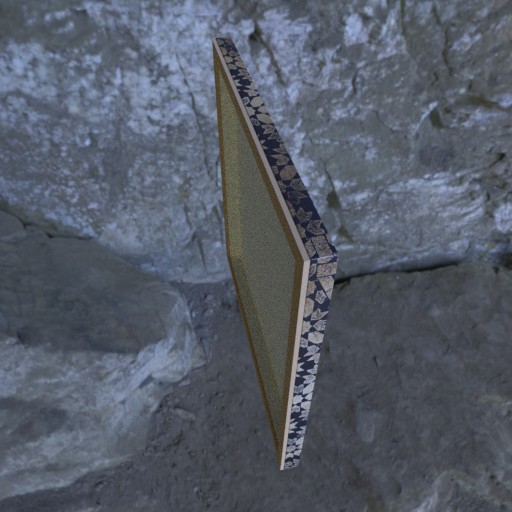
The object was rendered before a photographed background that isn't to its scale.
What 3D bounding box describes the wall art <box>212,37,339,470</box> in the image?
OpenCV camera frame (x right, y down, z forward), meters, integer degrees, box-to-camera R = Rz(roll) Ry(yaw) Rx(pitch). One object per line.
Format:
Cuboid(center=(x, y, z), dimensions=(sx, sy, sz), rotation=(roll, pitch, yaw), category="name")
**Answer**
Cuboid(center=(0.000, 0.000, 0.878), dimensions=(0.038, 0.612, 0.612), rotation=(-9, 47, -9), category="wall art")
